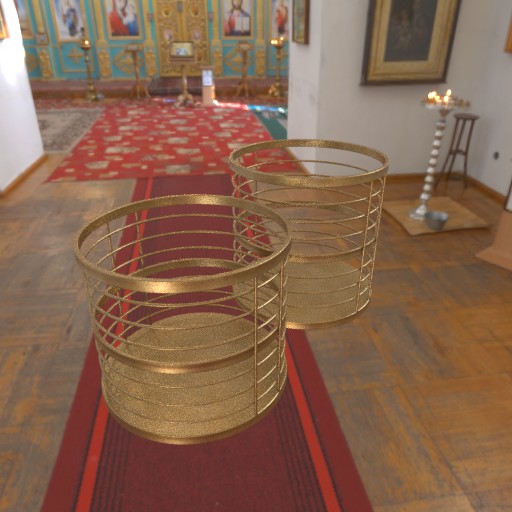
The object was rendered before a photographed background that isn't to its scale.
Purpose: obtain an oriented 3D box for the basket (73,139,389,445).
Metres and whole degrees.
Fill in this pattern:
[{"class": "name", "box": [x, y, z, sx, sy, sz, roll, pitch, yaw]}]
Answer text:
[{"class": "basket", "box": [0.000, 0.000, 0.938, 0.356, 0.351, 0.746, 19, 32, 32]}]
